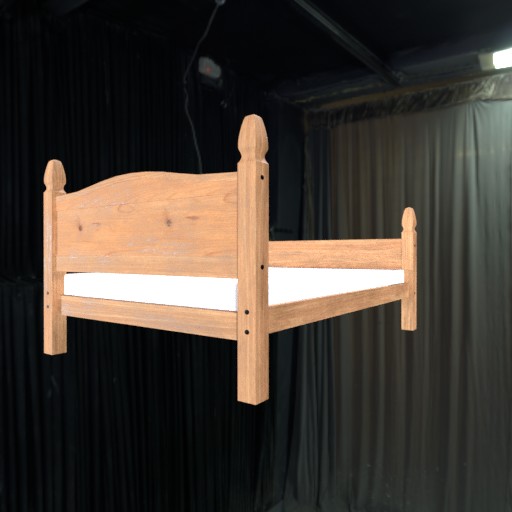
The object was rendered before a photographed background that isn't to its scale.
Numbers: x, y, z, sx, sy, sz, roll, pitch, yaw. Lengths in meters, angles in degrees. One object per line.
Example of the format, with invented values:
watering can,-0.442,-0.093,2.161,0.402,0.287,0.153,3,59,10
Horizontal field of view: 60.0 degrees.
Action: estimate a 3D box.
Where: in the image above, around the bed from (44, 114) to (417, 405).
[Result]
bed,0.000,0.000,2.922,1.490,1.100,2.069,0,0,36
